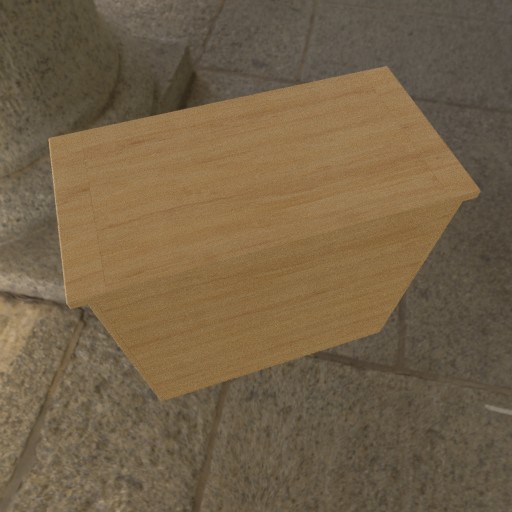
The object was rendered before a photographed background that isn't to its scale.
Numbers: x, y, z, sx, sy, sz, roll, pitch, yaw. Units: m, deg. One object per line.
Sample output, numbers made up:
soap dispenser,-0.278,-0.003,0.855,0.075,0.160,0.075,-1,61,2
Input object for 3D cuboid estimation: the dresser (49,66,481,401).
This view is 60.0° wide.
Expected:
dresser,0.000,0.000,1.221,0.800,0.730,0.410,-15,60,-9
